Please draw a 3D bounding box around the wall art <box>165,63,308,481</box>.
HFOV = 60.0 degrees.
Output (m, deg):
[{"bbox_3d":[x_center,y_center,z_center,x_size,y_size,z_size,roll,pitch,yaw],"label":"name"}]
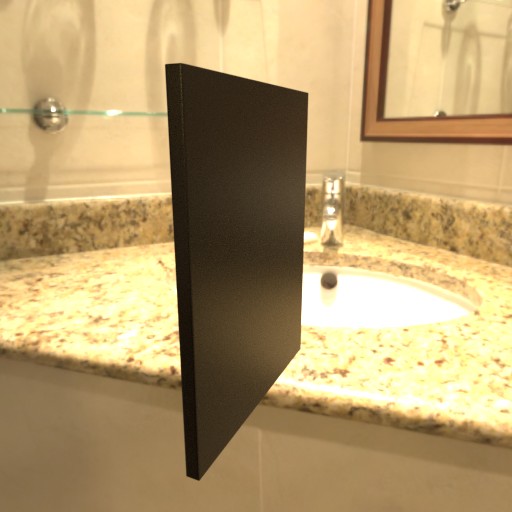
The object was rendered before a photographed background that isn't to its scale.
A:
[{"bbox_3d":[0.000,0.000,1.628,0.053,1.194,0.950,7,17,24],"label":"wall art"}]
